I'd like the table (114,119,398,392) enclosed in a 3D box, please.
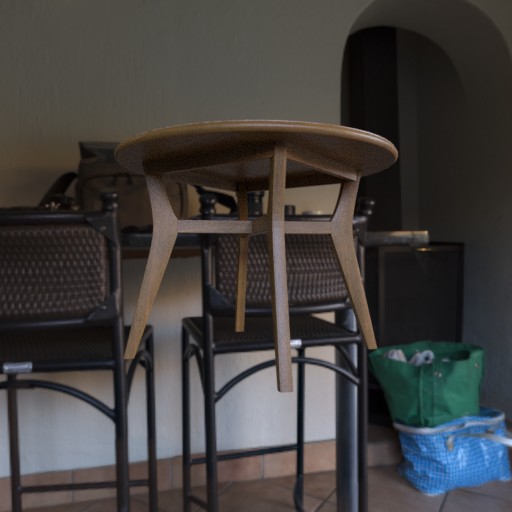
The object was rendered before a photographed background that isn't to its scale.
[{"bbox_3d":[0.000,0.000,1.734,1.055,0.757,1.055,0,1,0],"label":"table"}]
